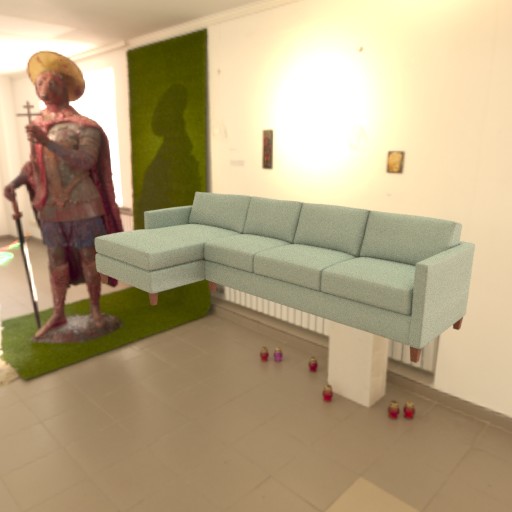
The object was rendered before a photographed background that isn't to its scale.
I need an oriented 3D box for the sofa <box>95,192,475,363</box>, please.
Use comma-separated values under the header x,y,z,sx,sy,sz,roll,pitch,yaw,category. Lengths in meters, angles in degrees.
x,y,z,sx,sy,sz,roll,pitch,yaw,category
0.000,0.000,4.261,3.470,0.953,1.600,13,19,42,sofa
